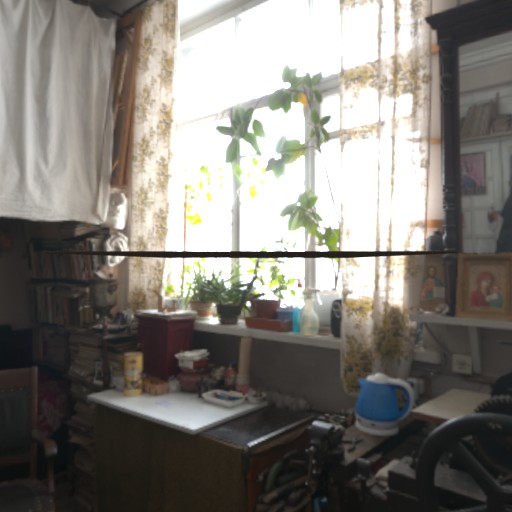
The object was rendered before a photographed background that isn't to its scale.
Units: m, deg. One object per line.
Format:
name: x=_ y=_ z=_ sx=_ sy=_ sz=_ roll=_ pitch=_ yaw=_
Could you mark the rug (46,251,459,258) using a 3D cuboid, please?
rug: x=0.000 y=0.000 z=2.827 sx=1.600 sy=0.008 sz=2.235 roll=0 pitch=-1 yaw=1
